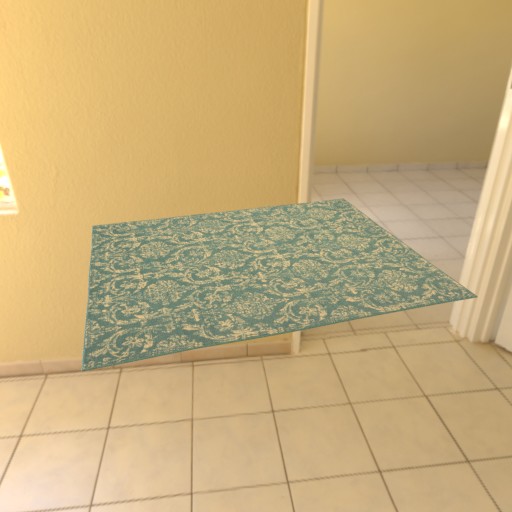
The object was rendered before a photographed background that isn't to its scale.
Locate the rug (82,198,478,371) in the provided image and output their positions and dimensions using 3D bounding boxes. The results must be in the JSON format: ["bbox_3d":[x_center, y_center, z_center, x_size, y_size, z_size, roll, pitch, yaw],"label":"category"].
[{"bbox_3d":[0.000,0.000,4.151,2.980,0.012,2.363,-8,28,-15],"label":"rug"}]
